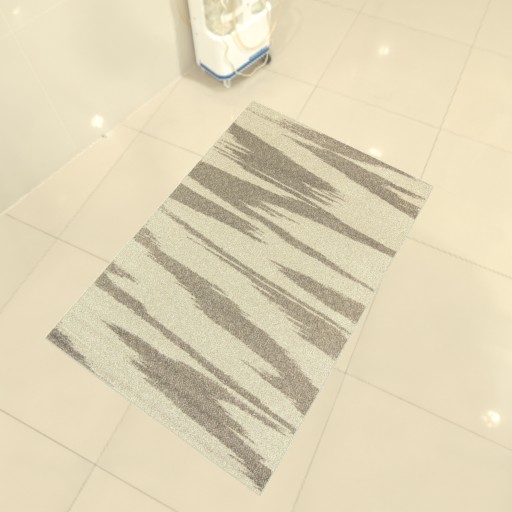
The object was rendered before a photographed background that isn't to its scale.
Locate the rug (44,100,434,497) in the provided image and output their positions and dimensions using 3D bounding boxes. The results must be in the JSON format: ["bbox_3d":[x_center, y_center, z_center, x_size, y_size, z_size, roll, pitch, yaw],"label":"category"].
[{"bbox_3d":[0.000,0.000,2.295,1.225,0.008,1.827,30,67,14],"label":"rug"}]
